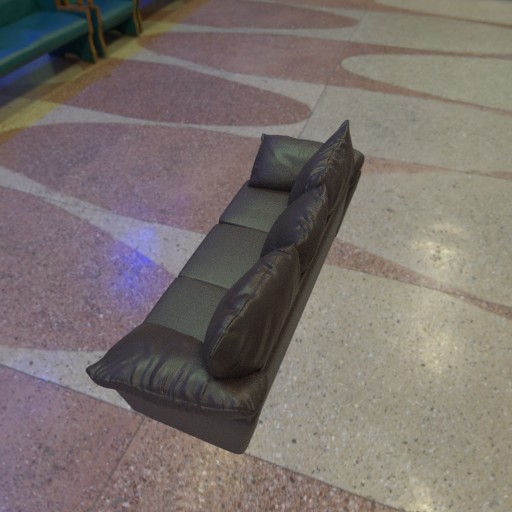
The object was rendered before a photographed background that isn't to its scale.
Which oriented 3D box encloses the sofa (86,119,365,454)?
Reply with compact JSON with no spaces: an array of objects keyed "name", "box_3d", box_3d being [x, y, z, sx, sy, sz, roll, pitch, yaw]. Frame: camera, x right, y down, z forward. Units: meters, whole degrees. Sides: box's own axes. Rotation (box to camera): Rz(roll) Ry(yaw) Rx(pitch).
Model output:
[{"name":"sofa","box_3d":[0.000,0.000,2.888,0.907,1.091,2.390,16,47,16]}]
